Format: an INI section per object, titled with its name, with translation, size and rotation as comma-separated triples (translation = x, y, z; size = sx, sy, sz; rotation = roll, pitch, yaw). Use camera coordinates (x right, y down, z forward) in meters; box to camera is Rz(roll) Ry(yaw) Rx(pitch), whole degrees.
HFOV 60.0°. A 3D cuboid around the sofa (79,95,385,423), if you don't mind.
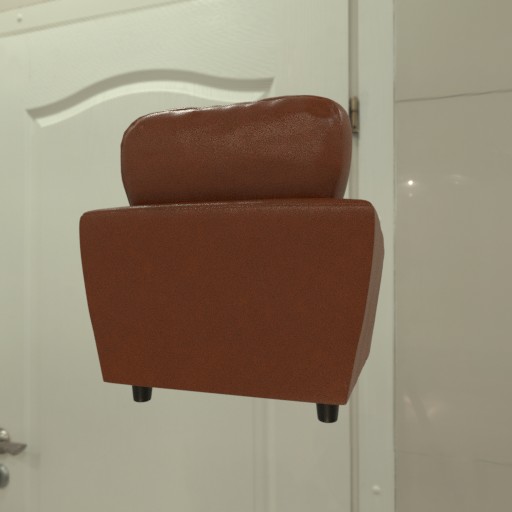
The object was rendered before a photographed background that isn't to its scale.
[sofa]
translation = 0.000, 0.000, 1.510
size = 0.836, 0.876, 0.789
rotation = 0, -1, 17
